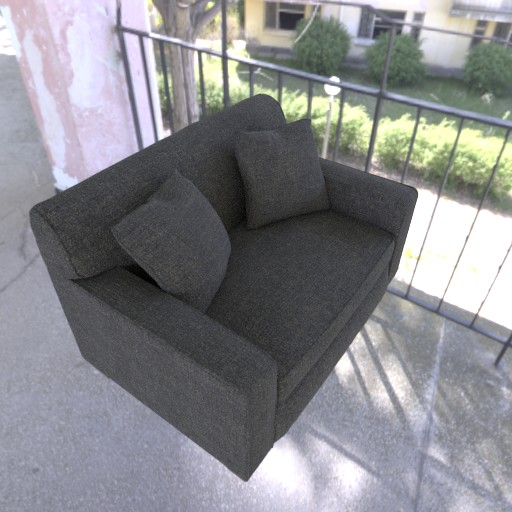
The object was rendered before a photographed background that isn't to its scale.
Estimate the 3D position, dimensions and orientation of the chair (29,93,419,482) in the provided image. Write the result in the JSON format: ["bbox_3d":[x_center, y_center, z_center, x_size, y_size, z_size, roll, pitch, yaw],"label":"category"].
[{"bbox_3d":[0.000,0.000,1.984,1.000,0.948,1.383,25,46,27],"label":"chair"}]
